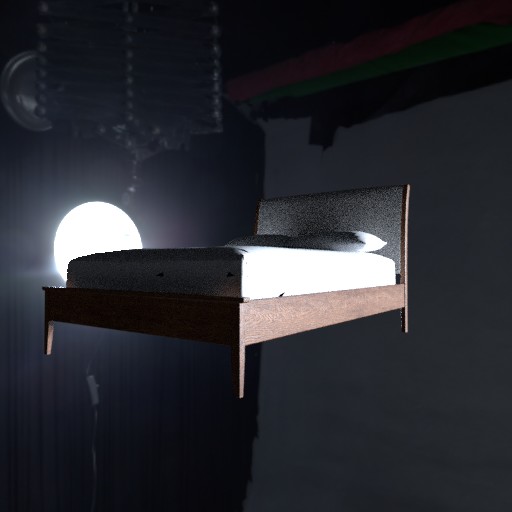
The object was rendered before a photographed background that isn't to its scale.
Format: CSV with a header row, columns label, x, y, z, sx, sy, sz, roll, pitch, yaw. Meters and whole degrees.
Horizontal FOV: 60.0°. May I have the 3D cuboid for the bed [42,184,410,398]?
label,x,y,z,sx,sy,sz,roll,pitch,yaw
bed,0.000,0.000,3.292,1.612,1.250,2.380,-1,-1,36
